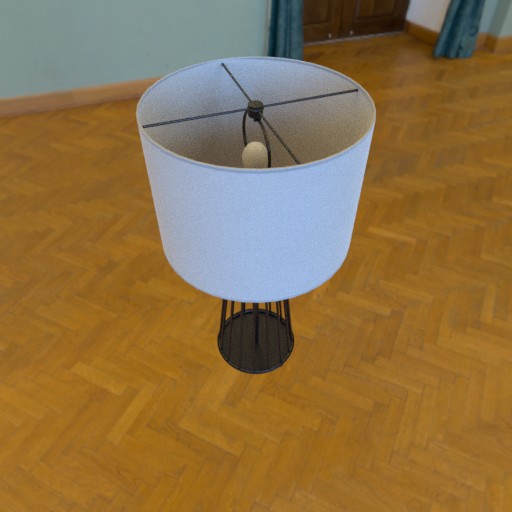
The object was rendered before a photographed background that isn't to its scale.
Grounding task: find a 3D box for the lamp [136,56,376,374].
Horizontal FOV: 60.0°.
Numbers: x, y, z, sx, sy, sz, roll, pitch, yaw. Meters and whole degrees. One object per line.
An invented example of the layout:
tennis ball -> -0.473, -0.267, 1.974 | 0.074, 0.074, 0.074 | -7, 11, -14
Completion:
lamp -> 0.000, 0.000, 0.814 | 0.322, 0.593, 0.322 | -14, 47, -14
